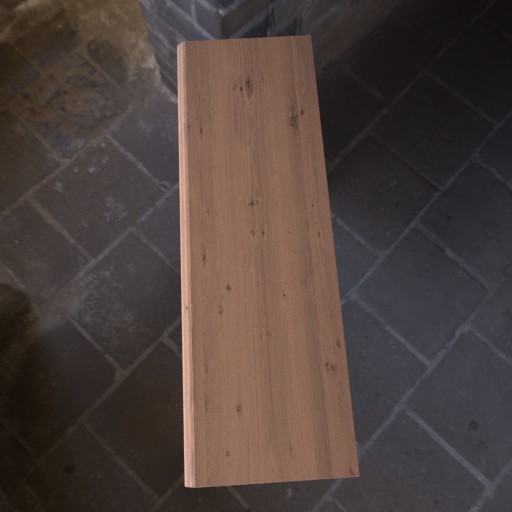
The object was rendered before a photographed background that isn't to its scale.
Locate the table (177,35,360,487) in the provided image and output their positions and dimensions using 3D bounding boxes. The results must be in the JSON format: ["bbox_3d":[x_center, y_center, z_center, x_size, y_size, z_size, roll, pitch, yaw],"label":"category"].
[{"bbox_3d":[0.000,0.000,1.405,0.400,0.510,1.200,-3,75,-1],"label":"table"}]
